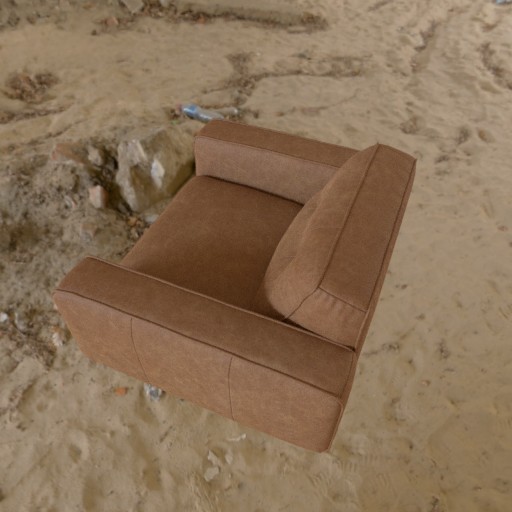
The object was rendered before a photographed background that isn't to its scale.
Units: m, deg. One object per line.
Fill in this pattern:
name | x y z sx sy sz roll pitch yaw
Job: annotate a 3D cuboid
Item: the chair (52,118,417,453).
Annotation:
chair | 0.000 0.000 1.698 0.952 0.782 1.118 18 50 15
